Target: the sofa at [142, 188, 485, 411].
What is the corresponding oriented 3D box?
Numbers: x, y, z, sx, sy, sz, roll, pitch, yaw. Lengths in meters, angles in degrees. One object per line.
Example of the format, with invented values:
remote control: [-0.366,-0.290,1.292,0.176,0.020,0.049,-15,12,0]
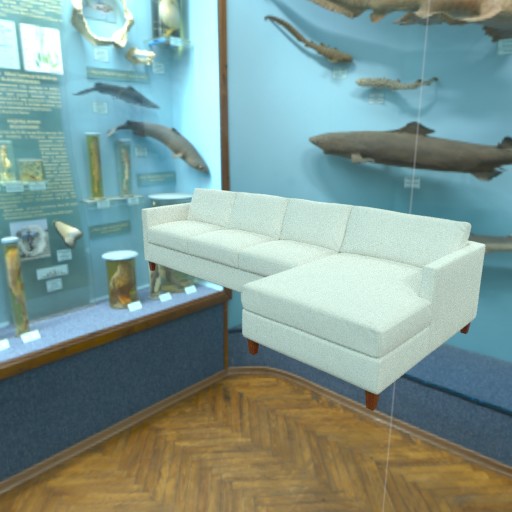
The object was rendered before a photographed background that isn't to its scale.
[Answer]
sofa: [0.000,0.000,4.115,3.471,0.954,1.606,14,21,42]
